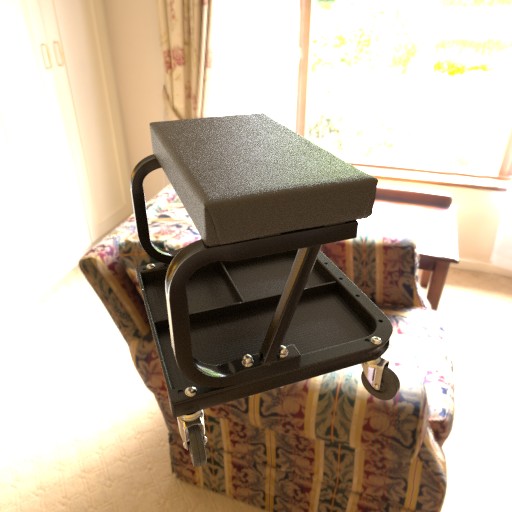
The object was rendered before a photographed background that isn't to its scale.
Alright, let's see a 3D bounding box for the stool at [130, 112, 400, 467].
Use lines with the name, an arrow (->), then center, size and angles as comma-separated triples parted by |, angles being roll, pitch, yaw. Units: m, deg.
stool -> 0.000, 0.000, 0.734 | 0.371, 0.380, 0.446 | -11, 32, -18
